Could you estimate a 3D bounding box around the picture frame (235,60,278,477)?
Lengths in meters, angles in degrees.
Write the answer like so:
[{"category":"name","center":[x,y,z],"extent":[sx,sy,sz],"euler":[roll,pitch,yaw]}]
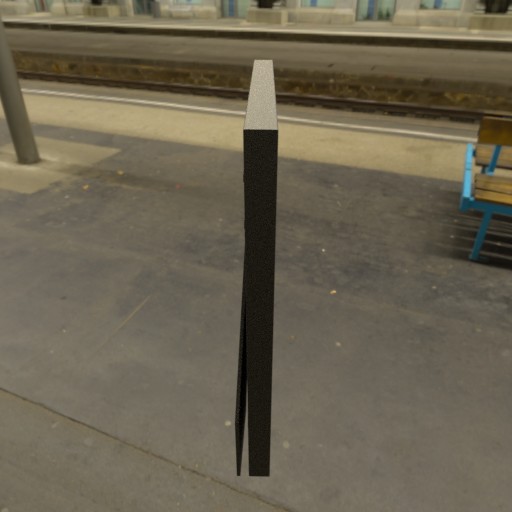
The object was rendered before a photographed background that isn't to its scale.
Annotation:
[{"category":"picture frame","center":[0.000,0.000,0.520],"extent":[0.036,0.383,0.307],"euler":[1,32,1]}]
